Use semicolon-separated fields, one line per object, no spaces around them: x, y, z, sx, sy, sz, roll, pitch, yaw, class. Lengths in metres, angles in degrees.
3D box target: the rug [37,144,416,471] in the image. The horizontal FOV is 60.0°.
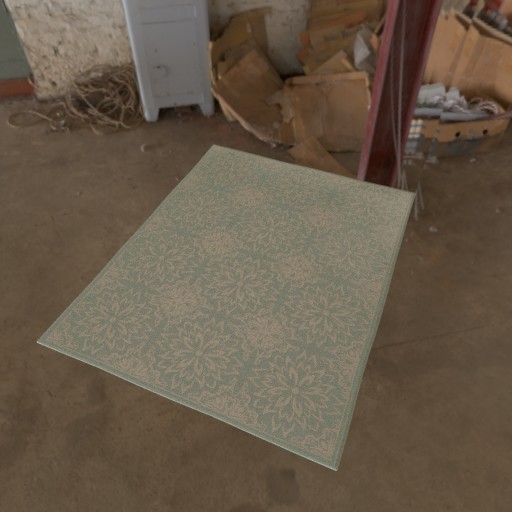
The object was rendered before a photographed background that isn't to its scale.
0.000;0.000;4.001;2.363;0.012;2.980;17;49;16;rug
